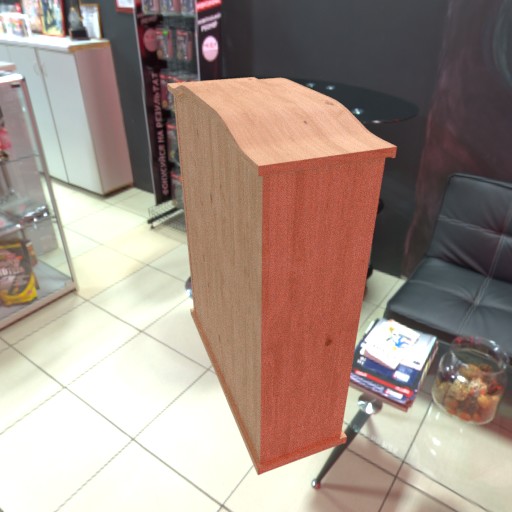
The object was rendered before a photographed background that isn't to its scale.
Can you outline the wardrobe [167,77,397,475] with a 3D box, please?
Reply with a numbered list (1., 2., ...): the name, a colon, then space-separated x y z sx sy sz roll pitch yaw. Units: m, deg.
1. wardrobe: 0.000 0.000 2.641 0.570 1.870 1.500 -12 34 -18
